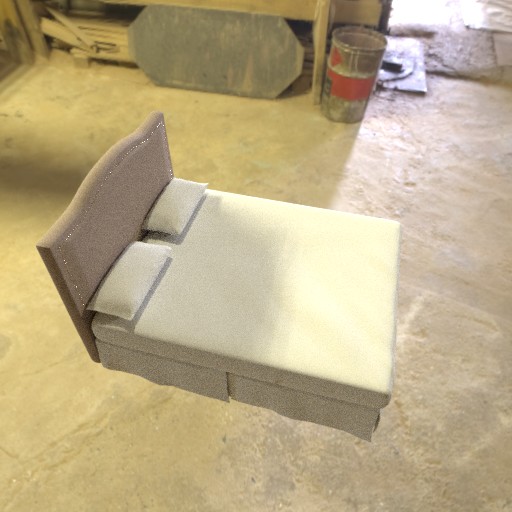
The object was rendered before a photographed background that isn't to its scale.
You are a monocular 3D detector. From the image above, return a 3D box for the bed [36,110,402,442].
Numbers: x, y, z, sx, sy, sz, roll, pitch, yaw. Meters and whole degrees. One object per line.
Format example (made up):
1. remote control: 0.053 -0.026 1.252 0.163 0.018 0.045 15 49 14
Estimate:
1. bed: 0.000 0.000 3.452 2.282 1.436 1.821 11 47 10
